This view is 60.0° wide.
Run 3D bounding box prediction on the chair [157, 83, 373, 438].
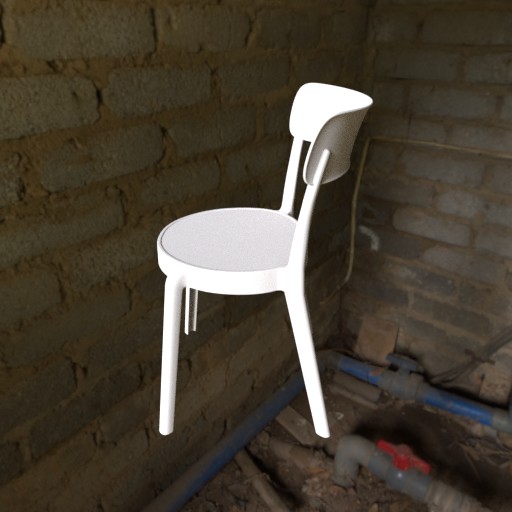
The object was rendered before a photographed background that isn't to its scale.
[{"bbox_3d":[0.000,0.000,1.142,0.491,0.790,0.506,0,27,1],"label":"chair"}]
